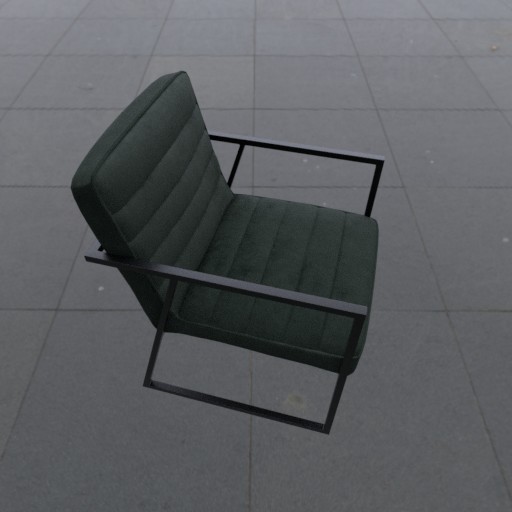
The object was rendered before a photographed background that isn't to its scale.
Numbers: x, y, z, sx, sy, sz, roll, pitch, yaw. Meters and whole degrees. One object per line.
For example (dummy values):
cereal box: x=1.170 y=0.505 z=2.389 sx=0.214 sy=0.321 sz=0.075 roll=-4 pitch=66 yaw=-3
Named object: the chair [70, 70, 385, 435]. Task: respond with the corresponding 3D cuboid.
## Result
chair: x=0.000 y=0.000 z=1.278 sx=0.677 sy=0.833 sz=0.571 roll=11 pitch=48 yaw=10
